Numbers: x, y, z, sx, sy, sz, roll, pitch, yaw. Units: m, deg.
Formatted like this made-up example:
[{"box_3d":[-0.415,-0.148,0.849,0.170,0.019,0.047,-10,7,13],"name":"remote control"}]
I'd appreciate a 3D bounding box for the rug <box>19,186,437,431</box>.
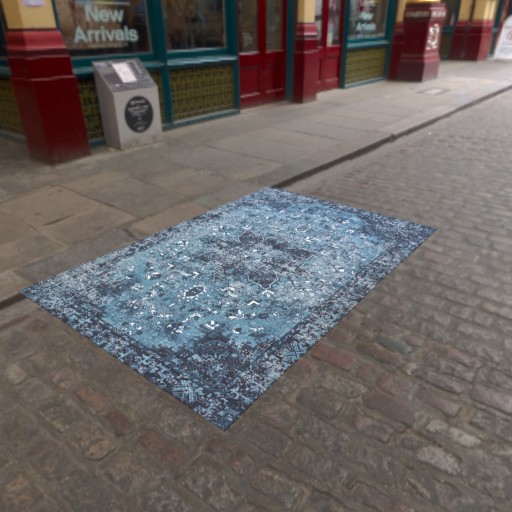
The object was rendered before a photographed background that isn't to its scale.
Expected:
[{"box_3d":[0.000,0.000,2.251,1.219,0.005,1.828,20,34,33],"name":"rug"}]
